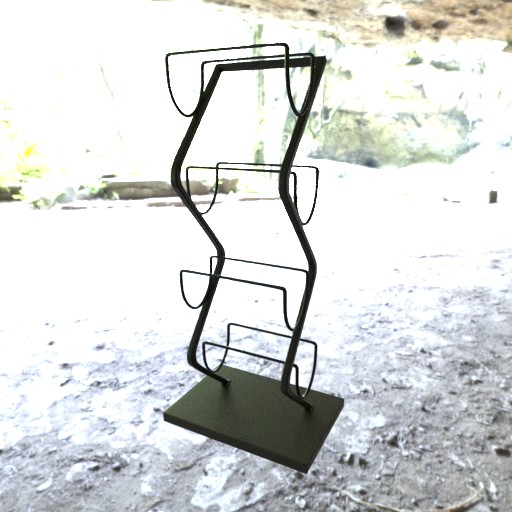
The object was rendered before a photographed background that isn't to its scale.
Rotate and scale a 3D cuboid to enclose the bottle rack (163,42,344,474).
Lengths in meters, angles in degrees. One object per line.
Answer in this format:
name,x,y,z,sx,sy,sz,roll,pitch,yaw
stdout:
bottle rack,0.000,0.000,0.675,0.254,0.559,0.178,8,18,26
